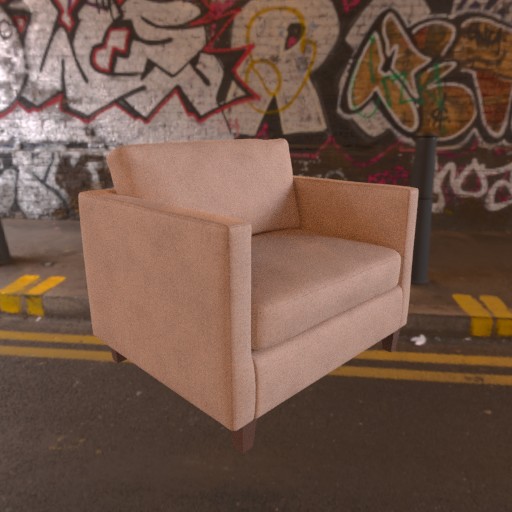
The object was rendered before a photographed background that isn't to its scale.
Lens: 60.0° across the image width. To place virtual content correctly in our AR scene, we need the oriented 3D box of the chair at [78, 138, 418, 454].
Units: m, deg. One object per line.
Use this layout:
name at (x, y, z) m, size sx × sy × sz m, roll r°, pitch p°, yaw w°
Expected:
chair at (0.000, 0.000, 1.908) m, size 1.133 × 0.961 × 0.959 m, roll -15°, pitch 22°, yaw -43°
